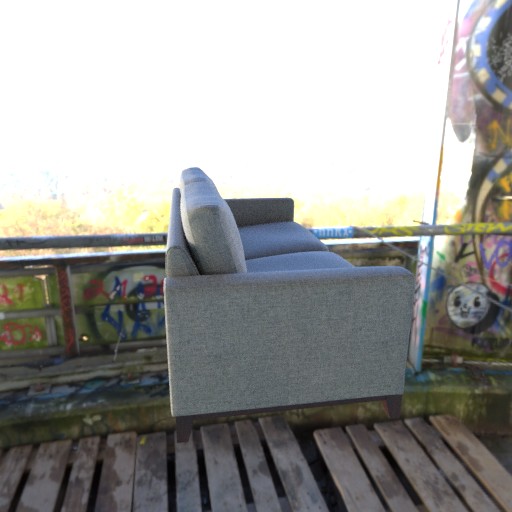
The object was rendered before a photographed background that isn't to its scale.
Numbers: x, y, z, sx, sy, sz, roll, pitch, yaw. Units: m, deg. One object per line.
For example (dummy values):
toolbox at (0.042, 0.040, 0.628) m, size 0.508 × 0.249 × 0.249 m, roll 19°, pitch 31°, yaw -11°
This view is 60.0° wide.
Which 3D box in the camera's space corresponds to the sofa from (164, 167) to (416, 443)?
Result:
sofa at (0.000, 0.000, 2.550) m, size 0.969 × 0.892 × 1.978 m, roll -3°, pitch 16°, yaw -9°
